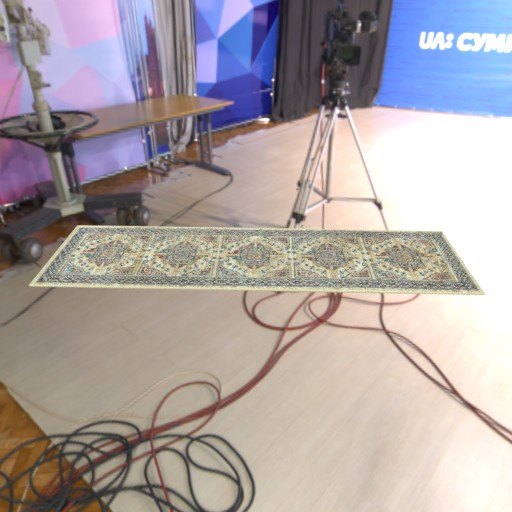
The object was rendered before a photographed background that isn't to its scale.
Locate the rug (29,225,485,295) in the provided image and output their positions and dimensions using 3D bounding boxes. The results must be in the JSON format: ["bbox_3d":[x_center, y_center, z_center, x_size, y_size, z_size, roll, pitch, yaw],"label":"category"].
[{"bbox_3d":[0.000,0.000,2.512,2.297,0.013,0.661,1,31,2],"label":"rug"}]
